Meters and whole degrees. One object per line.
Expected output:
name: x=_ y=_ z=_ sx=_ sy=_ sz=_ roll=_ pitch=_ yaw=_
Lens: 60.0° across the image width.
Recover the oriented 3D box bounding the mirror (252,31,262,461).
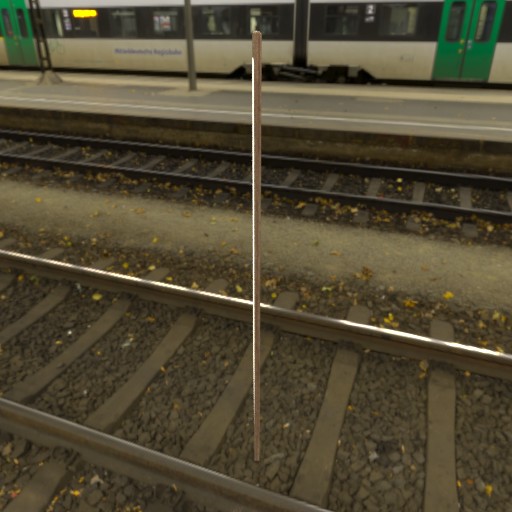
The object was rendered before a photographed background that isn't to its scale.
mirror: x=0.000 y=0.000 z=2.251 sx=0.025 sy=2.032 sz=0.812 roll=0 pitch=27 yaw=-1
